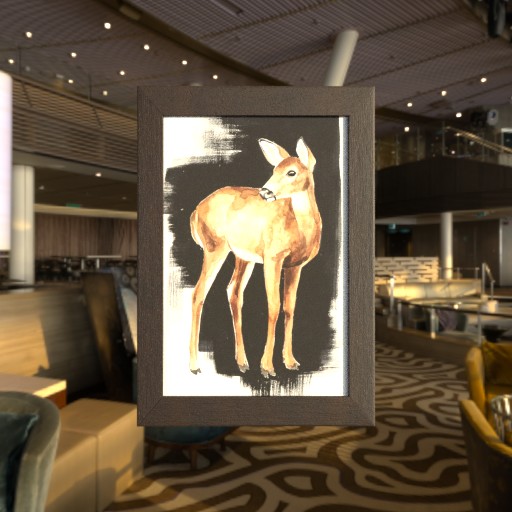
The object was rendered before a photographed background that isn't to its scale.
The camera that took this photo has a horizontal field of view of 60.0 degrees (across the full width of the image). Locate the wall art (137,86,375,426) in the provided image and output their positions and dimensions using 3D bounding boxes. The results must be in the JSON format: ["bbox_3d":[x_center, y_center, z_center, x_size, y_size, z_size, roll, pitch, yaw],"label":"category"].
[{"bbox_3d":[0.000,0.000,0.676,0.359,0.513,0.017,0,0,0],"label":"wall art"}]
